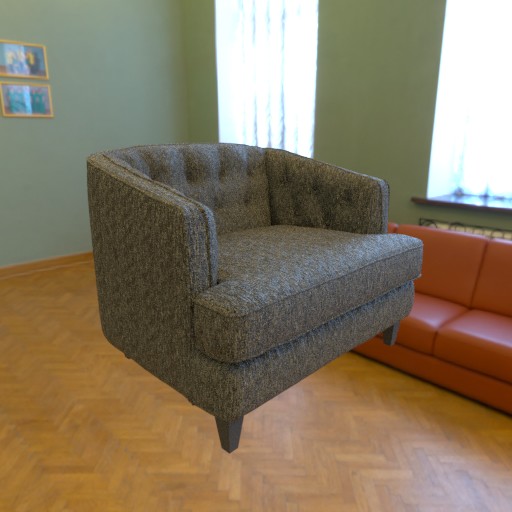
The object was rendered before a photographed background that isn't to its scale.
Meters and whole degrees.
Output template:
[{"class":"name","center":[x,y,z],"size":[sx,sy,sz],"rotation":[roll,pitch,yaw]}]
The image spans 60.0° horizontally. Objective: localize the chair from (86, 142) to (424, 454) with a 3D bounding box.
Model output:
[{"class":"chair","center":[0.000,0.000,1.750],"size":[0.941,0.852,1.104],"rotation":[15,21,43]}]
